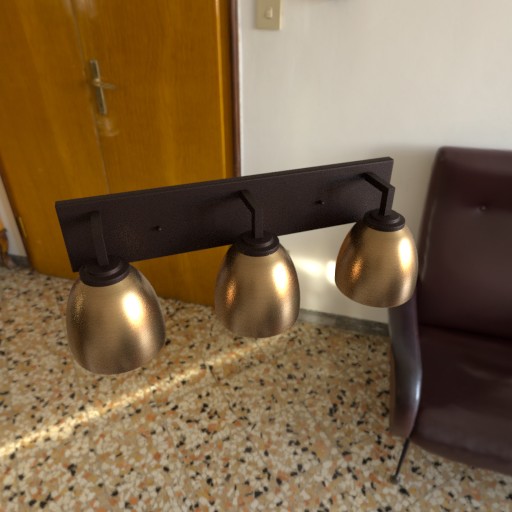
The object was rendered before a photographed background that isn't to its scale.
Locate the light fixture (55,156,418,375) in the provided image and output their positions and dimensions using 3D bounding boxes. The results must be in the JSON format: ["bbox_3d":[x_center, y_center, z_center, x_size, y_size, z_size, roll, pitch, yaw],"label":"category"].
[{"bbox_3d":[0.000,0.000,0.688,0.582,0.204,0.157,-11,34,-16],"label":"light fixture"}]
